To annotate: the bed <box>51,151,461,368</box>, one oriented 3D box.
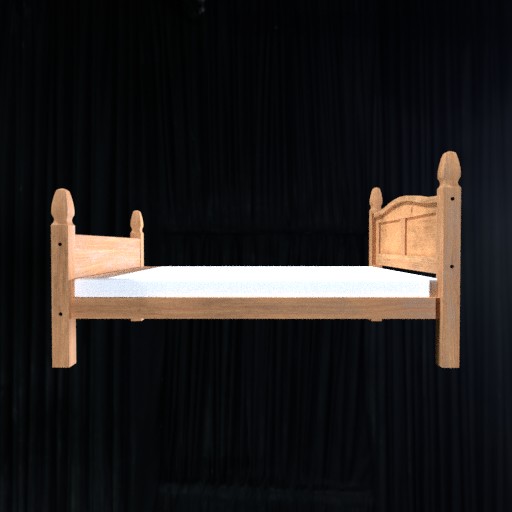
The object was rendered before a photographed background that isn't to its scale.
[{"bbox_3d":[0.000,0.000,2.979,2.069,1.100,1.490,0,1,0],"label":"bed"}]
